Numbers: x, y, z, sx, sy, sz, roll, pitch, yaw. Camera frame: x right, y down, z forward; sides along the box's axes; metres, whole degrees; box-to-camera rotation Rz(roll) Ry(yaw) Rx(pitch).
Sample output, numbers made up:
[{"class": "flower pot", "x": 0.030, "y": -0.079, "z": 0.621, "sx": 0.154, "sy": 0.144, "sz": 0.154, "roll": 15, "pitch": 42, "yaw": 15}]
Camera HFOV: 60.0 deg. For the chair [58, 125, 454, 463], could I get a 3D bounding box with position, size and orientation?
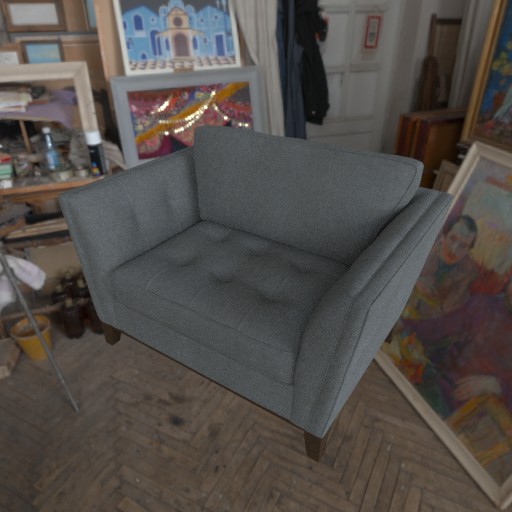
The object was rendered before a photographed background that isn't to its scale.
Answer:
[{"class": "chair", "x": 0.000, "y": 0.000, "z": 2.032, "sx": 1.396, "sy": 0.942, "sz": 0.965, "roll": 19, "pitch": 36, "yaw": 29}]
